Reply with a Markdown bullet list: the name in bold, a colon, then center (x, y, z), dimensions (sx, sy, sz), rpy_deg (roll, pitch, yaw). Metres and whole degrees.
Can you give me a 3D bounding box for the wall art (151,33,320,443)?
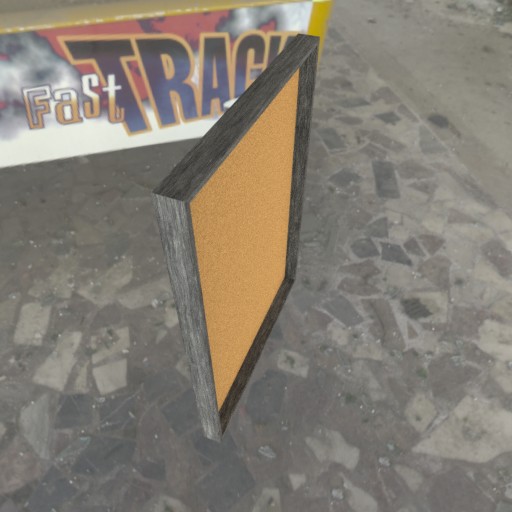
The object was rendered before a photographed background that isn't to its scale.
- **wall art**: center (0.000, 0.000, 1.338), dimensions (0.063, 1.016, 0.762), rpy_deg (17, 49, 15)
